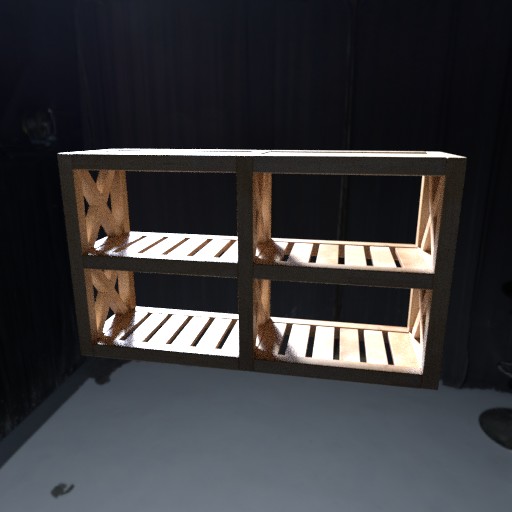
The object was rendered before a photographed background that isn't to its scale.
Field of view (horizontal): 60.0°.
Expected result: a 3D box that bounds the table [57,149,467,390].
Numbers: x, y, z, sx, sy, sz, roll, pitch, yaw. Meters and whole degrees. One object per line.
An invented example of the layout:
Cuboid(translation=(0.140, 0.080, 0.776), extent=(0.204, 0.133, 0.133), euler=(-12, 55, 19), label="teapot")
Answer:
Cuboid(translation=(0.000, 0.000, 1.673), extent=(1.320, 0.762, 0.381), euler=(3, 16, 10), label="table")
